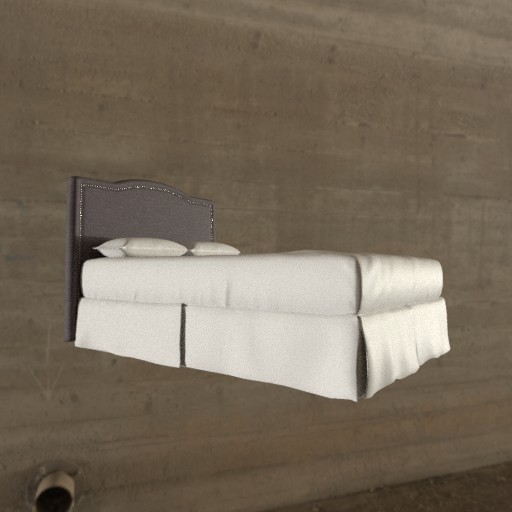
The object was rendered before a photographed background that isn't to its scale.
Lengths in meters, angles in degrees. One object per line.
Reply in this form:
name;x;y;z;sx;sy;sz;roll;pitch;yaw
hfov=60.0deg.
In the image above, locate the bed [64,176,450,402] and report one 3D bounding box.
bed;0.000;0.000;3.456;2.507;1.441;1.741;-1;-2;36
